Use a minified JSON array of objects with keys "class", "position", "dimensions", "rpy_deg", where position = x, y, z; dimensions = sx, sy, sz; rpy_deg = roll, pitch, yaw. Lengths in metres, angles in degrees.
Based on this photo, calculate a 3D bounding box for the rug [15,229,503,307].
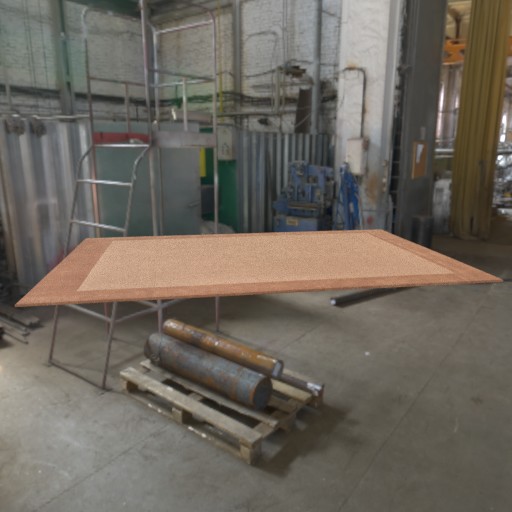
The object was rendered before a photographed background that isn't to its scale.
[{"class":"rug","position":[0.000,0.000,2.907],"dimensions":[2.438,0.014,1.524],"rpy_deg":[-2,14,-9]}]
